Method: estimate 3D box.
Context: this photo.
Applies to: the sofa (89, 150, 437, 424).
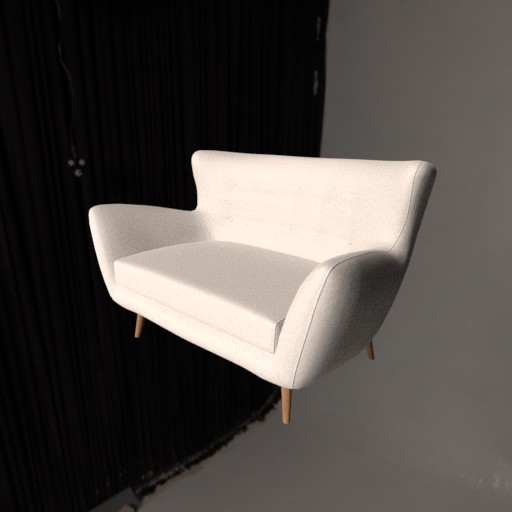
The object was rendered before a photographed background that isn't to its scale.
[{"bbox_3d":[0.000,0.000,2.004,1.424,0.878,0.921,15,22,42],"label":"sofa"}]
